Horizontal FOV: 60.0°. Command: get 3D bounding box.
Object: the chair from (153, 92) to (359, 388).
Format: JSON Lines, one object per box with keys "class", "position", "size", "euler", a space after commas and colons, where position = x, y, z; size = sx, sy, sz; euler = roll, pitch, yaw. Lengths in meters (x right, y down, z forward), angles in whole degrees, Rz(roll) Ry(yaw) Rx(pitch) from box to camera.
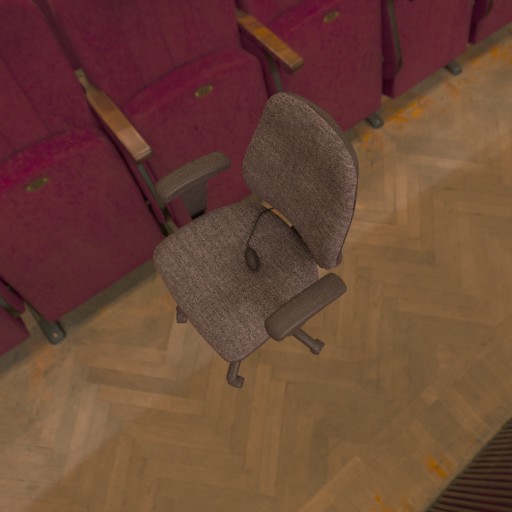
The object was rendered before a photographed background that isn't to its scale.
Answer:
{"class": "chair", "position": [0.000, 0.000, 1.255], "size": [0.530, 0.910, 0.550], "euler": [-35, 69, -16]}
